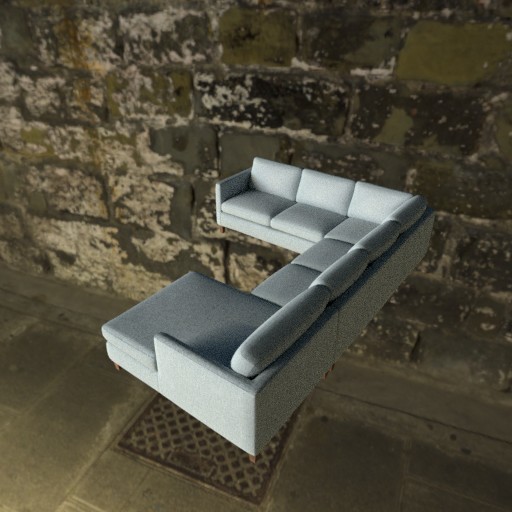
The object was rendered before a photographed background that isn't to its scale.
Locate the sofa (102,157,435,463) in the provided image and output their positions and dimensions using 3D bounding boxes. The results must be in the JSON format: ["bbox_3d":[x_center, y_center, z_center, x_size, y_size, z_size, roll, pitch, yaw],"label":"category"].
[{"bbox_3d":[0.000,0.000,4.568,2.551,0.889,3.403,21,36,31],"label":"sofa"}]
